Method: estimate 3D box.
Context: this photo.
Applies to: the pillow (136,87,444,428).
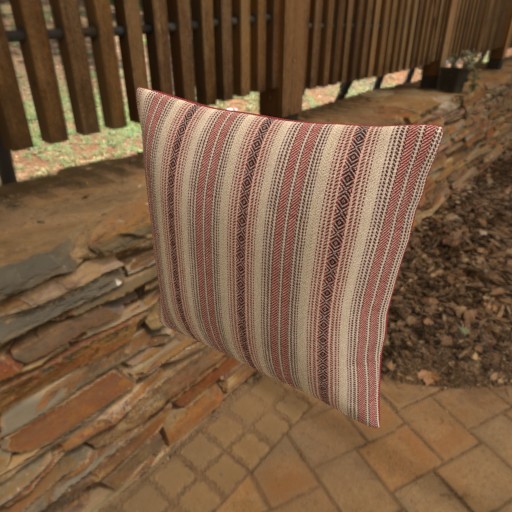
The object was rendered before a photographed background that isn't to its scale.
[{"bbox_3d":[0.000,0.000,0.749,0.513,0.497,0.166,19,34,30],"label":"pillow"}]
